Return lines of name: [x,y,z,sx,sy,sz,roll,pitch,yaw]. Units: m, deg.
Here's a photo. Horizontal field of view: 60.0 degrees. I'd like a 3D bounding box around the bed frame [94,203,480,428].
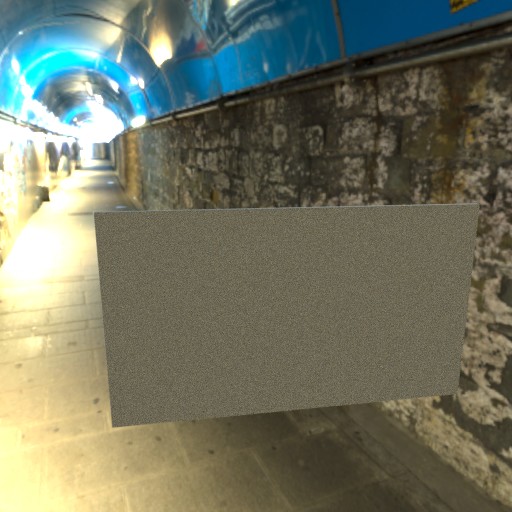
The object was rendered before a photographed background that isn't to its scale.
bed frame: [0.000,0.000,2.569,1.400,0.800,1.900,-2,14,-9]
